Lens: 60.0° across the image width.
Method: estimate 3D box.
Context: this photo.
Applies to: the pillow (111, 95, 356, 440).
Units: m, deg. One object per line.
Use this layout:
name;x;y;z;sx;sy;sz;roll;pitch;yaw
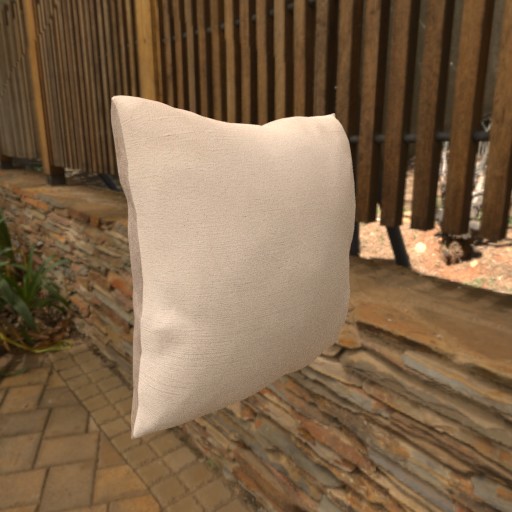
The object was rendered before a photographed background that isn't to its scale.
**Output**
pillow;0.000;0.000;0.692;0.450;0.448;0.245;-14;20;-43
